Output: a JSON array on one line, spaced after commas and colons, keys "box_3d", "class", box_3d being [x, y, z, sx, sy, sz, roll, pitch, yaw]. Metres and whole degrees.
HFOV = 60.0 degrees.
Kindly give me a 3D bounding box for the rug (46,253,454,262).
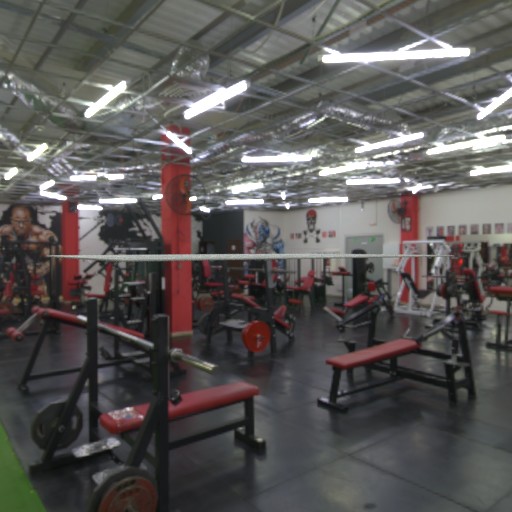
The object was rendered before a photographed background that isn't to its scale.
[{"box_3d": [0.000, 0.000, 3.109, 2.430, 0.010, 1.515, -1, 1, -36], "class": "rug"}]
